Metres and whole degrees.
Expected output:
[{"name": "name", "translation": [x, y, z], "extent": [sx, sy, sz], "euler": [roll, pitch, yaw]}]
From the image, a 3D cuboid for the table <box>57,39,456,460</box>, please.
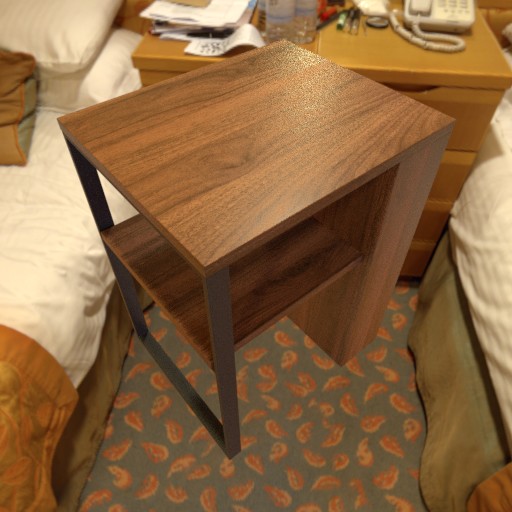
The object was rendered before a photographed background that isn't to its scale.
[{"name": "table", "translation": [0.000, 0.000, 1.519], "extent": [0.786, 1.041, 0.660], "euler": [-31, 55, -26]}]
